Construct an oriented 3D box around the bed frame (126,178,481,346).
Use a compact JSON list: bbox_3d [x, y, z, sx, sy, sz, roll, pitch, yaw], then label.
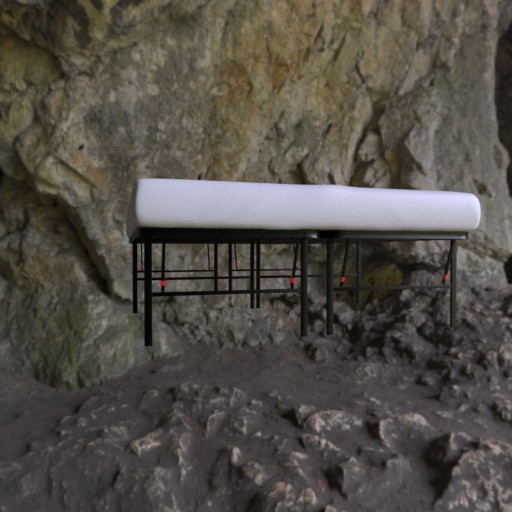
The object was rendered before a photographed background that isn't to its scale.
[{"bbox_3d":[0.000,0.000,2.826,1.584,0.667,2.151,0,1,-17],"label":"bed frame"}]
